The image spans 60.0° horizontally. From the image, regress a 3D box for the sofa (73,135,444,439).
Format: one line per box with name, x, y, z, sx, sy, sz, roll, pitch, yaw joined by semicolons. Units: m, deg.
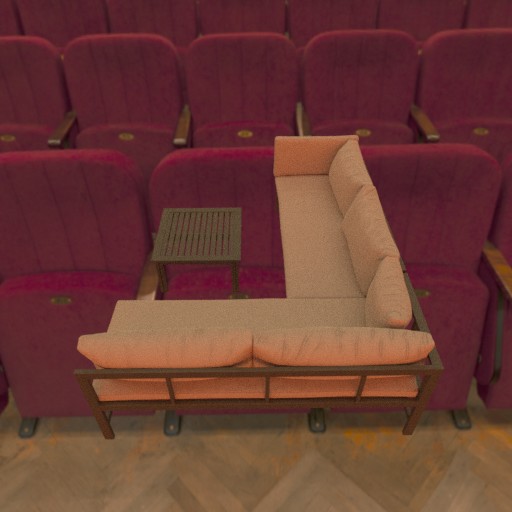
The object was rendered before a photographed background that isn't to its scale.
sofa;0.000;0.000;2.922;1.658;0.758;2.096;-1;42;-1
